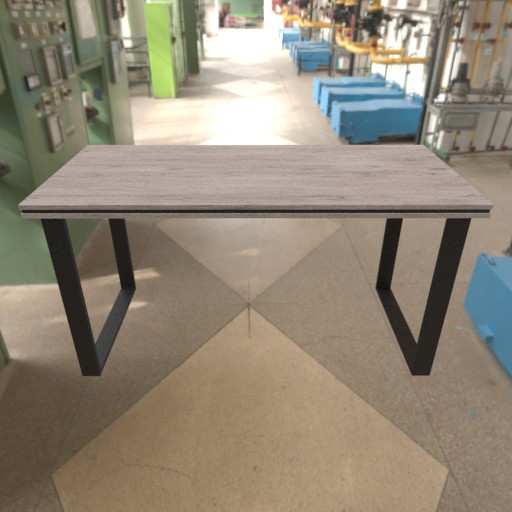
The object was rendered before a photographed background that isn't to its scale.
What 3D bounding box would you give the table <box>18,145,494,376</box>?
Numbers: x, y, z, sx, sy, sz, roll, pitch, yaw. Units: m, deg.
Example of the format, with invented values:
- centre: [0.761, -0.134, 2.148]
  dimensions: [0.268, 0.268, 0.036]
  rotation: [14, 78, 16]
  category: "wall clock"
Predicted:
- centre: [0.000, 0.000, 2.225]
  dimensions: [1.778, 0.899, 0.795]
  rotation: [0, 30, 0]
  category: "table"
